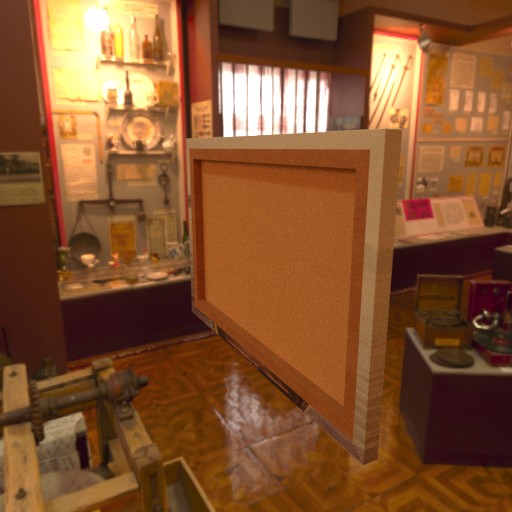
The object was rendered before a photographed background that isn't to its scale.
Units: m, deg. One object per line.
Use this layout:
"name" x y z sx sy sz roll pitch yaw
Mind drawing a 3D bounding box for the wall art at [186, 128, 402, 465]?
"wall art" 0.000 0.000 1.158 0.037 0.609 0.916 -7 16 -27
